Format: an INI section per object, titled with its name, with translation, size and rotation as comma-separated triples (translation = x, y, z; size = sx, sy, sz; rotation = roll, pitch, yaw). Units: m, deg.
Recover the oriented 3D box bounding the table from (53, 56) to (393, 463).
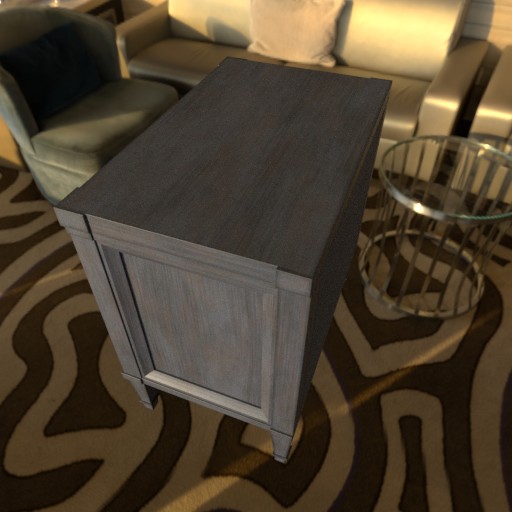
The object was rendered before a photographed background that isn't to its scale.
[table]
translation = 0.000, 0.000, 1.071
size = 0.413, 0.660, 0.660
rotation = 15, 46, 15
